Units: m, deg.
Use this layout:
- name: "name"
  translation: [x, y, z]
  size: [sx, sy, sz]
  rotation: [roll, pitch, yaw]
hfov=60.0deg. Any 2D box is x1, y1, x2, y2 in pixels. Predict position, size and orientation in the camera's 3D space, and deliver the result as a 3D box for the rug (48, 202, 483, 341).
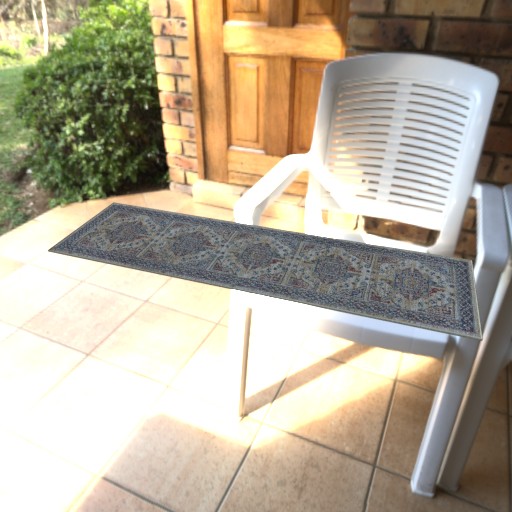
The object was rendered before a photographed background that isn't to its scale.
- name: "rug"
  translation: [0.000, 0.000, 2.493]
  size: [2.297, 0.013, 0.661]
  rotation: [10, 34, 16]
